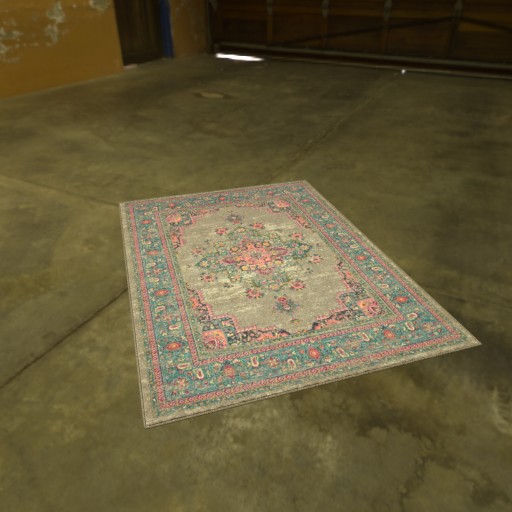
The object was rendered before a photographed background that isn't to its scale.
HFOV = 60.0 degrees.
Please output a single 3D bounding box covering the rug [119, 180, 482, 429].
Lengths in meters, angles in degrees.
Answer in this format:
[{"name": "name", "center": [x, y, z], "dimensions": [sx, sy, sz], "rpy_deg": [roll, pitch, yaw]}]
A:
[{"name": "rug", "center": [0.000, 0.000, 2.840], "dimensions": [1.609, 0.013, 2.214], "rpy_deg": [-9, 33, -15]}]
